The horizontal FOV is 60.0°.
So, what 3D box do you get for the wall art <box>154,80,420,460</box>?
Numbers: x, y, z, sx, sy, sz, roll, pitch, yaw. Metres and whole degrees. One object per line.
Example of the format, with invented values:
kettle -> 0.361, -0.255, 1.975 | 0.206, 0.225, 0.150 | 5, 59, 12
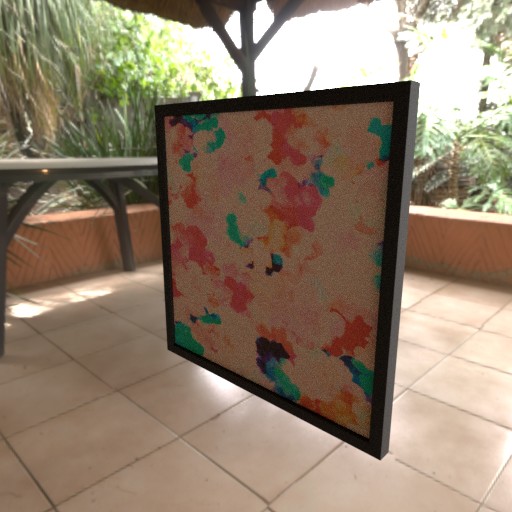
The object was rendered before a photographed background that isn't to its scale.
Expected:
wall art -> 0.000, 0.000, 0.448 | 0.306, 0.304, 0.015 | 13, 19, 42
